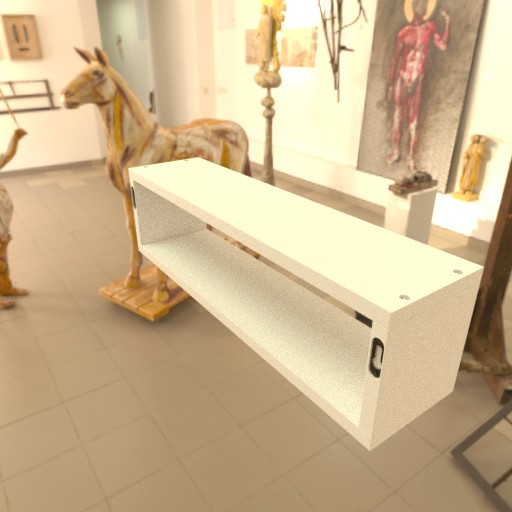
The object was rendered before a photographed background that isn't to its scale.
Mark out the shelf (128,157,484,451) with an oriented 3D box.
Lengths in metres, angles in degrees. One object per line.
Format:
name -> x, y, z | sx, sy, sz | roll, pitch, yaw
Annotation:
shelf -> 0.000, 0.000, 0.685 | 0.150, 0.170, 0.610 | -17, 31, -32
